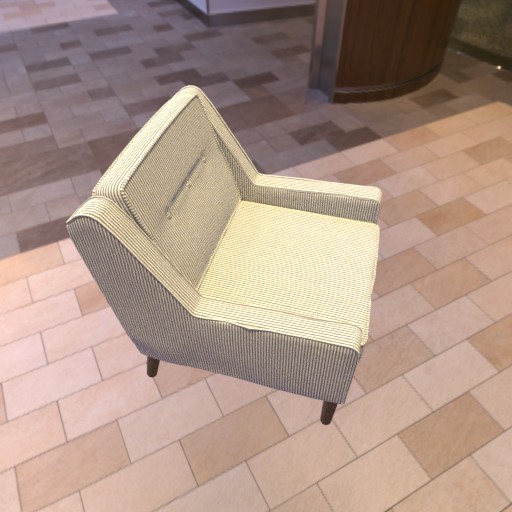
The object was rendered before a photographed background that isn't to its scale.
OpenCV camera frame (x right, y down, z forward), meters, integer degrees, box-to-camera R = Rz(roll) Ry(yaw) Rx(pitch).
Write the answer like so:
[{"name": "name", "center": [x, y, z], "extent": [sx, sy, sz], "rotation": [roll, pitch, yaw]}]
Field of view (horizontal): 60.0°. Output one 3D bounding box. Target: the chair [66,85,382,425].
[{"name": "chair", "center": [0.000, 0.000, 1.394], "extent": [0.743, 0.792, 0.663], "rotation": [12, 48, 11]}]
